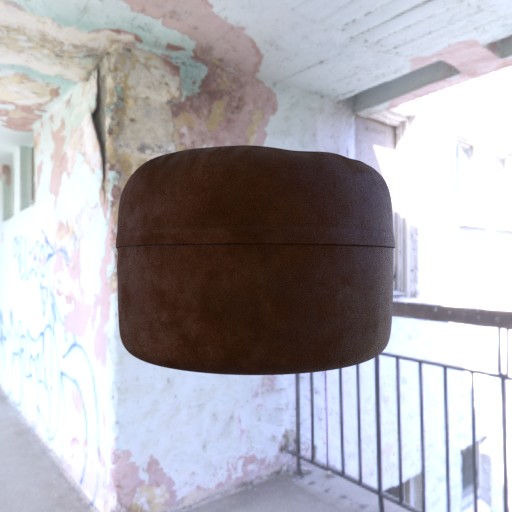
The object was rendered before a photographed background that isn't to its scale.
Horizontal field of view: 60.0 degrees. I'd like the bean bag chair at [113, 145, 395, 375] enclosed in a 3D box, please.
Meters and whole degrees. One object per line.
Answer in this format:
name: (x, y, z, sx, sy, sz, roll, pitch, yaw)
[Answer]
bean bag chair: (0.000, 0.000, 1.525, 0.918, 0.616, 0.918, 0, -1, 0)
